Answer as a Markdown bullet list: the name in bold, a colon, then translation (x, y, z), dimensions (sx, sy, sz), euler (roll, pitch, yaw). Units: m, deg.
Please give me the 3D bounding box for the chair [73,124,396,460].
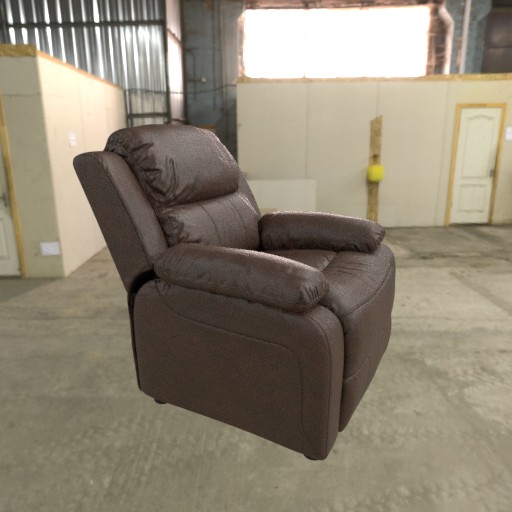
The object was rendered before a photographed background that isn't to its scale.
- **chair**: translation (0.000, 0.000, 1.223), dimensions (0.707, 0.702, 0.680), euler (8, 17, 26)
